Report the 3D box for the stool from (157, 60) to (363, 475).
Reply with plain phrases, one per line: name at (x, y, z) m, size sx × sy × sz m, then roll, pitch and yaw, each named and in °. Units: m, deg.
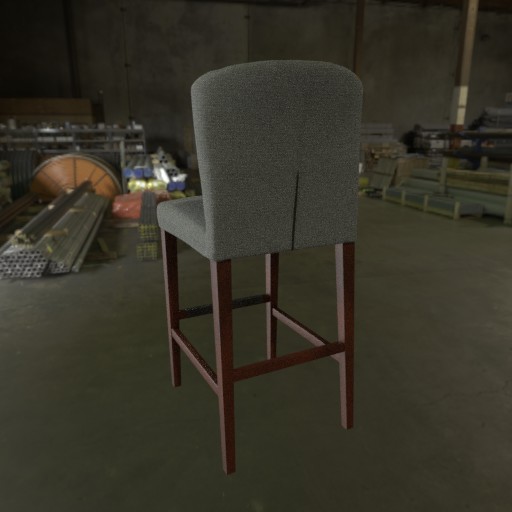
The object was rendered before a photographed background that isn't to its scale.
stool at (0.000, 0.000, 1.391) m, size 0.486 × 1.069 × 0.568 m, roll -8°, pitch 18°, yaw -26°
